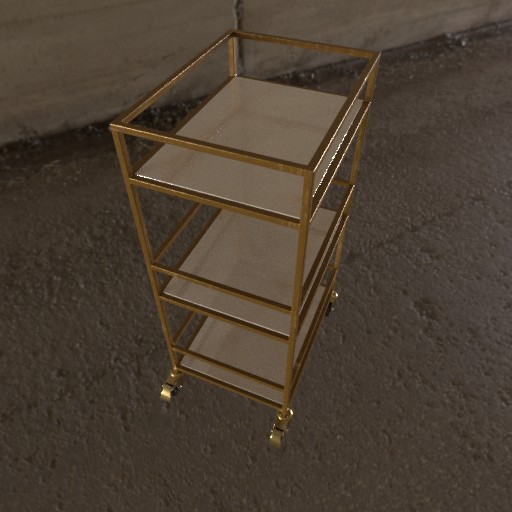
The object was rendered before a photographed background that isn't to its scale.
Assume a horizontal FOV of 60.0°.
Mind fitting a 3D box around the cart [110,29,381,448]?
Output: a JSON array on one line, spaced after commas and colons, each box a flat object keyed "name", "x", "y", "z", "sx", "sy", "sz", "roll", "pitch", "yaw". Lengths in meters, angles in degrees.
[{"name": "cart", "x": 0.000, "y": 0.000, "z": 0.978, "sx": 0.332, "sy": 0.761, "sz": 0.483, "roll": 17, "pitch": 48, "yaw": 16}]
